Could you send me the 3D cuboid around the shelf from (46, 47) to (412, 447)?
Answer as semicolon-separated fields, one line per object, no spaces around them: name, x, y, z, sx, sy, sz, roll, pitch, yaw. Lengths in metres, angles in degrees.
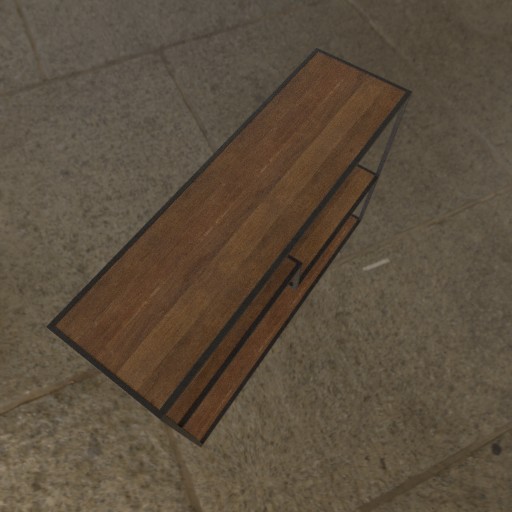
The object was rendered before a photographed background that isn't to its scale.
shelf;0.000;0.000;1.556;0.361;0.765;1.201;32;67;16
